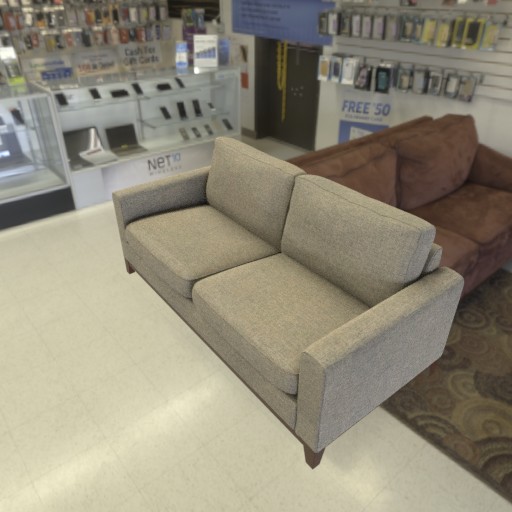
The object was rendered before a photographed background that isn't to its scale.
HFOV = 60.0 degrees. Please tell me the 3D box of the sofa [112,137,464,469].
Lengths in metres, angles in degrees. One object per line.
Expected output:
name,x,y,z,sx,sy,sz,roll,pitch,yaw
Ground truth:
sofa,0.000,0.000,2.566,0.969,0.892,1.978,-23,39,-31
